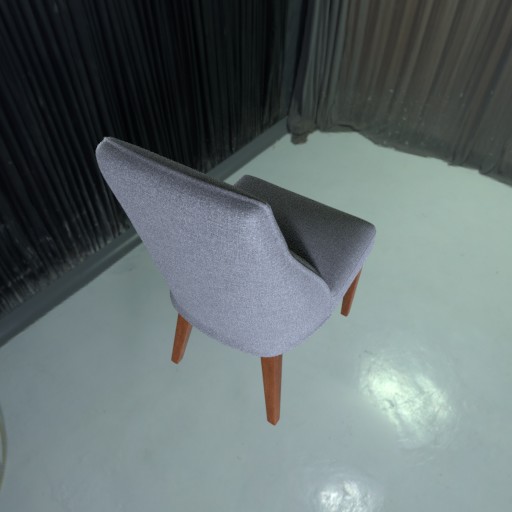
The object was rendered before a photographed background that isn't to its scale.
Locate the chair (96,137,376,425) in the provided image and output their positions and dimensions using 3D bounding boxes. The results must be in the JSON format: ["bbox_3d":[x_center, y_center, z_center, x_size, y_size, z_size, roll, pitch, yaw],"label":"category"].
[{"bbox_3d":[0.000,0.000,1.256,0.500,0.930,0.620,25,52,22],"label":"chair"}]
